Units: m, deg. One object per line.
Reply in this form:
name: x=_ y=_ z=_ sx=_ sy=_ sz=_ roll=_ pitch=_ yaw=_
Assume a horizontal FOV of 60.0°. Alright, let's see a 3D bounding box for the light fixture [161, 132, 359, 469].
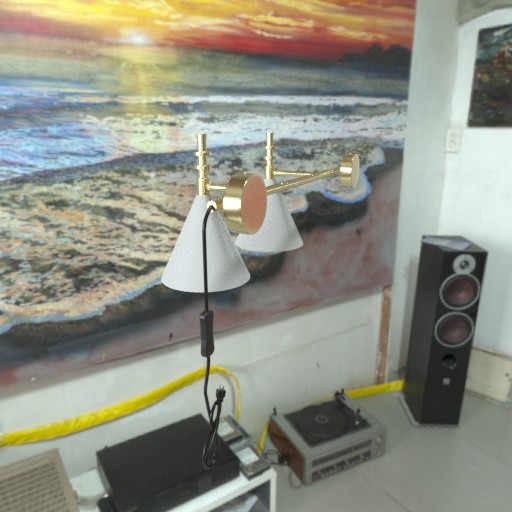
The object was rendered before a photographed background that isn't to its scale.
light fixture: x=0.000 y=0.000 z=0.876 sx=0.239 sy=0.468 sz=0.642 roll=8 pitch=18 yaw=25
